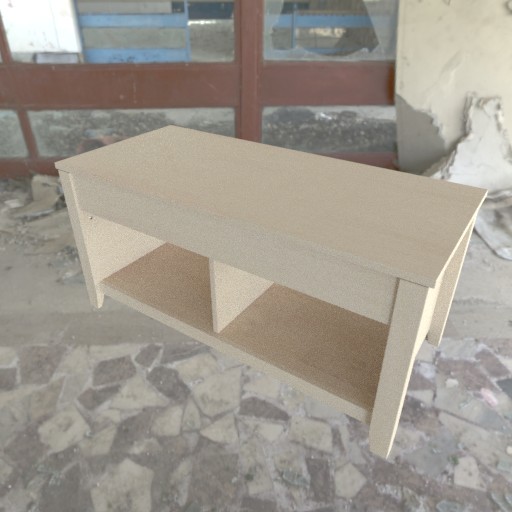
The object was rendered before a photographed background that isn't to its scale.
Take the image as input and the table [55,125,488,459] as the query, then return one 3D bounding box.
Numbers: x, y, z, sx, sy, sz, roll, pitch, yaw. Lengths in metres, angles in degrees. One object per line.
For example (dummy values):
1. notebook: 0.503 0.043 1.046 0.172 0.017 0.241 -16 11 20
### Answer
1. table: 0.000 0.000 1.252 1.016 0.483 0.457 19 36 28
